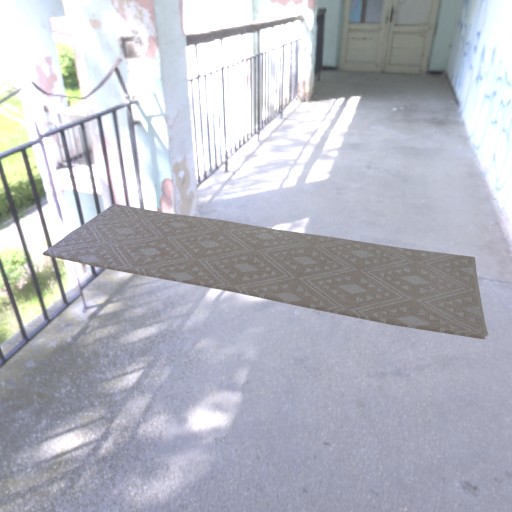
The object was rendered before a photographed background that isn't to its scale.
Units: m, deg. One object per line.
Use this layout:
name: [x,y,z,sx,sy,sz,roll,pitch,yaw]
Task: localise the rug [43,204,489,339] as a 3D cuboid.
rug: [0.000,0.000,2.627,2.452,0.051,0.752,10,33,16]
